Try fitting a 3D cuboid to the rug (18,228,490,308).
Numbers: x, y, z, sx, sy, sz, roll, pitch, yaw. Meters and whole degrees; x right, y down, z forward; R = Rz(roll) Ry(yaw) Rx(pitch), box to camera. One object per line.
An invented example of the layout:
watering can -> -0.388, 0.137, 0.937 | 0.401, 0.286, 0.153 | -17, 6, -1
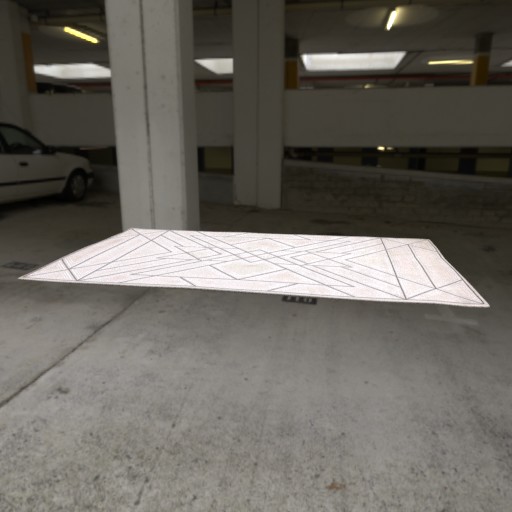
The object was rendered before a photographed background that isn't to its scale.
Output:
rug -> 0.000, 0.000, 1.038 | 0.869, 0.008, 0.511 | 3, 15, 10
